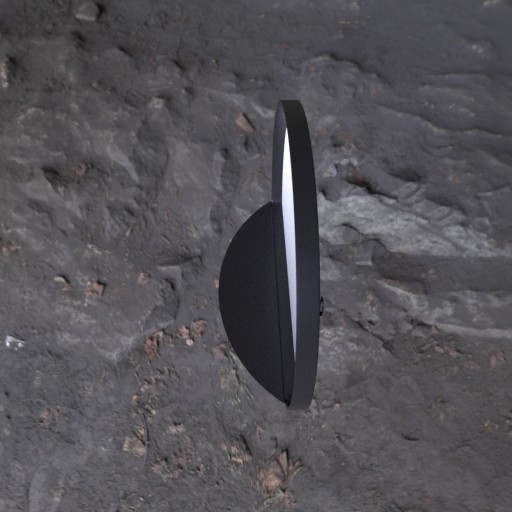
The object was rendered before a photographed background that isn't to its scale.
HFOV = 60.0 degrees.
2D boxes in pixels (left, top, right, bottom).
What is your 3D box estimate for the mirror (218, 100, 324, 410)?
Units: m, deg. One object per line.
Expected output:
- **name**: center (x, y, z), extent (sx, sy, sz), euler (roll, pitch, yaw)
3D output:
- **mirror**: center (0.000, 0.000, 0.691), extent (0.133, 0.457, 0.457), euler (-2, 58, -1)
